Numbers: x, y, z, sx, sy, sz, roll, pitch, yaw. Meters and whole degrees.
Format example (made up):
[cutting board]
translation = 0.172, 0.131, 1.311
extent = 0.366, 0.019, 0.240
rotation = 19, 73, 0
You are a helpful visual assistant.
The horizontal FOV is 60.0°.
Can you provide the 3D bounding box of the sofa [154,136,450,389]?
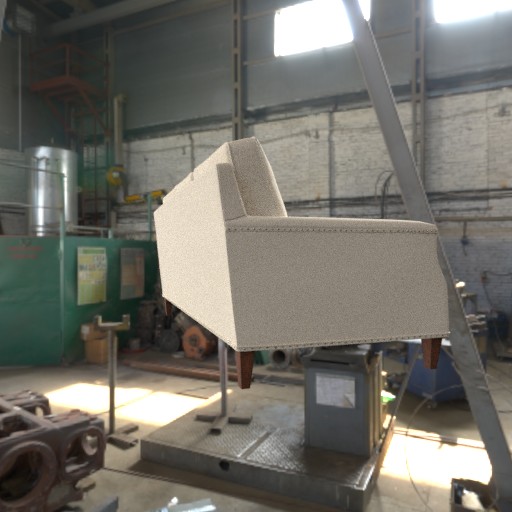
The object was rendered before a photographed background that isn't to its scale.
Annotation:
[sofa]
translation = 0.000, 0.000, 2.841
extent = 1.084, 1.003, 2.246
rotation = 0, 0, -19
